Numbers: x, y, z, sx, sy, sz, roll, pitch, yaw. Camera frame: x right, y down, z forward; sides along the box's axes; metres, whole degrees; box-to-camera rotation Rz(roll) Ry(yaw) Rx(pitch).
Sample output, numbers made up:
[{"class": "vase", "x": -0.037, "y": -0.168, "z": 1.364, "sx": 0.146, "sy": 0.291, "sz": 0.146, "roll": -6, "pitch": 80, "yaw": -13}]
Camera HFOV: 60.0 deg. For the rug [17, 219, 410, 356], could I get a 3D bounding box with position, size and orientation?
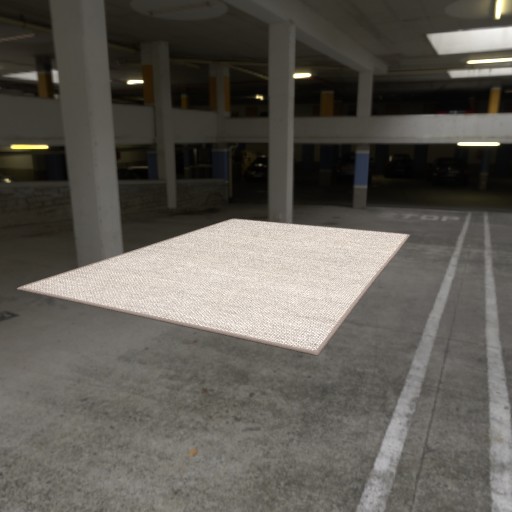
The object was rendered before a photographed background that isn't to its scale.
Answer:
[{"class": "rug", "x": 0.000, "y": 0.000, "z": 2.706, "sx": 1.517, "sy": 0.013, "sz": 2.115, "roll": 7, "pitch": 17, "yaw": 26}]
